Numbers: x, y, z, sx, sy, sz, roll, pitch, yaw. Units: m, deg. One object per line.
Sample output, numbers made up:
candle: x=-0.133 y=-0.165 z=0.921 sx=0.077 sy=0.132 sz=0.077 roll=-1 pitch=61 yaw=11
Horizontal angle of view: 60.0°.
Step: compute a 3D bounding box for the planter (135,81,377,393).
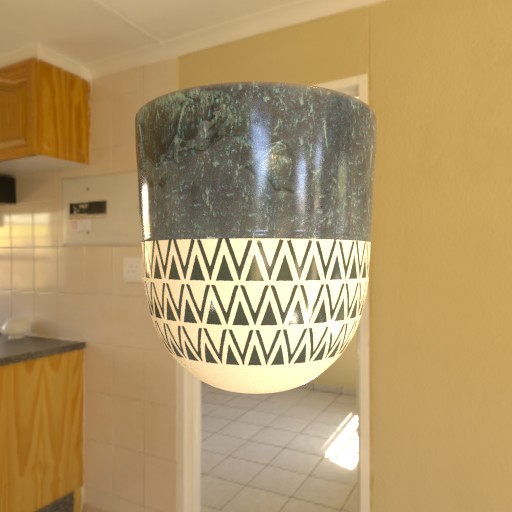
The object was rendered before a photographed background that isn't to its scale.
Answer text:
planter: x=0.000 y=0.000 z=0.369 sx=0.195 sy=0.214 sz=0.195 roll=0 pitch=0 yaw=0
